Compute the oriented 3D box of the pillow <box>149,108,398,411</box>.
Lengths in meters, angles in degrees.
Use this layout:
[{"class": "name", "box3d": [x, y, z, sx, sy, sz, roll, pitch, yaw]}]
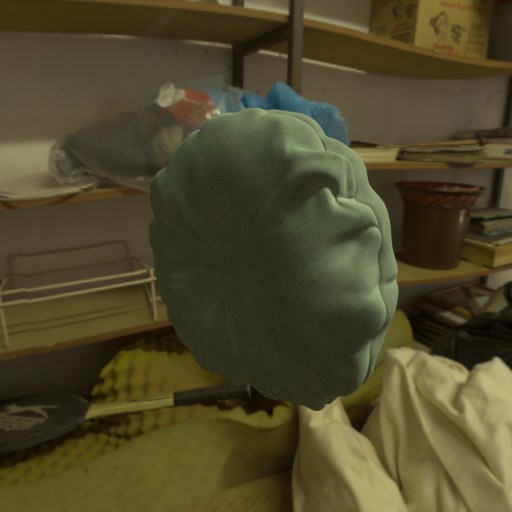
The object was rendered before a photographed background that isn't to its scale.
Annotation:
[{"class": "pillow", "box3d": [0.000, 0.000, 0.643, 0.428, 0.407, 0.148, 13, 20, 41]}]
